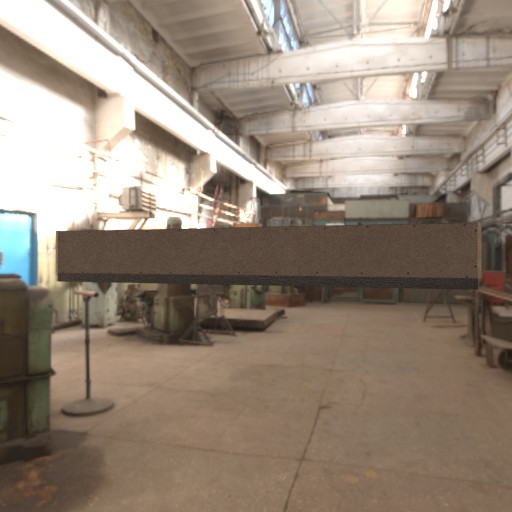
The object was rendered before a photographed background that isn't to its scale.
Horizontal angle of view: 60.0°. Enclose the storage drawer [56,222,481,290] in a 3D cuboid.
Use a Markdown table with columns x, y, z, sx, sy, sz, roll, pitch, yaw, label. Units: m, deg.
| x | y | z | sx | sy | sz | roll | pitch | yaw | label |
| --- | --- | --- | --- | --- | --- | --- | --- | --- | --- |
| 0.000 | 0.000 | 2.364 | 2.072 | 0.274 | 0.591 | 0 | 0 | 17 | storage drawer |
